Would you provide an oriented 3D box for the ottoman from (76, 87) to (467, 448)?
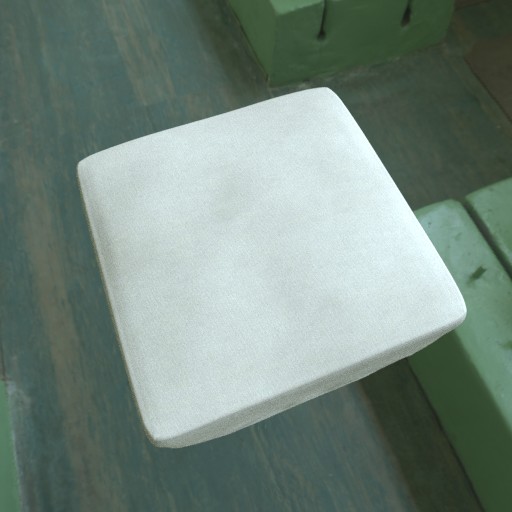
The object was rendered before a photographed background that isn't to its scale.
[{"bbox_3d":[0.000,0.000,1.326,0.842,0.441,0.843,-19,66,-9],"label":"ottoman"}]
